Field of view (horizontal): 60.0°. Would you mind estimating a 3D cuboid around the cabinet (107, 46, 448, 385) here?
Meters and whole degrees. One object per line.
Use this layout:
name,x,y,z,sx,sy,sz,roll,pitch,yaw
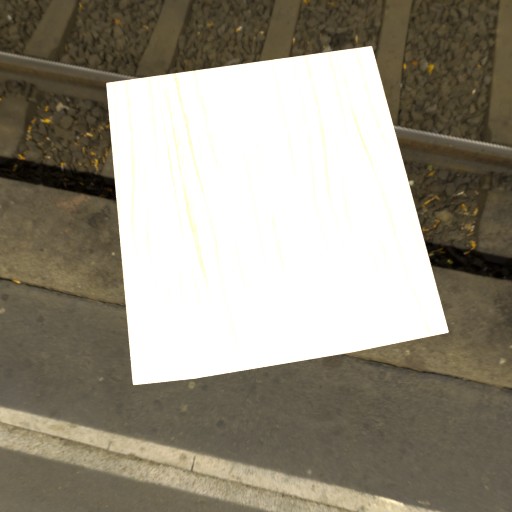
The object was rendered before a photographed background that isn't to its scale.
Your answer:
cabinet,0.000,0.000,0.852,0.401,0.579,0.409,-9,76,-2
